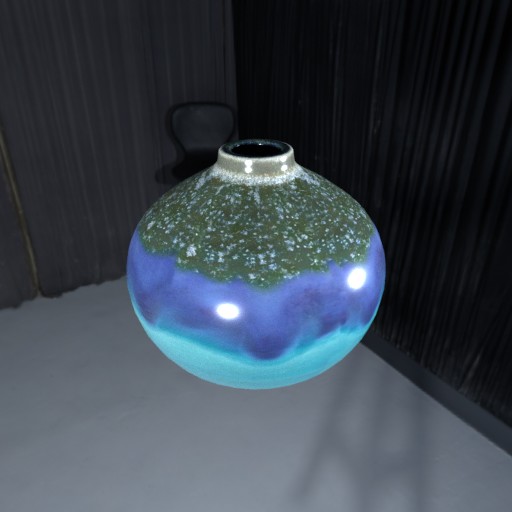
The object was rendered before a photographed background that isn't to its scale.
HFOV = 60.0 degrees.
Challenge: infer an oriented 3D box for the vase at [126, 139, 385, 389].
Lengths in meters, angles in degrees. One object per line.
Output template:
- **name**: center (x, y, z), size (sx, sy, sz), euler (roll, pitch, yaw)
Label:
- **vase**: center (0.000, 0.000, 0.270), size (0.154, 0.133, 0.154), euler (0, 29, 0)
